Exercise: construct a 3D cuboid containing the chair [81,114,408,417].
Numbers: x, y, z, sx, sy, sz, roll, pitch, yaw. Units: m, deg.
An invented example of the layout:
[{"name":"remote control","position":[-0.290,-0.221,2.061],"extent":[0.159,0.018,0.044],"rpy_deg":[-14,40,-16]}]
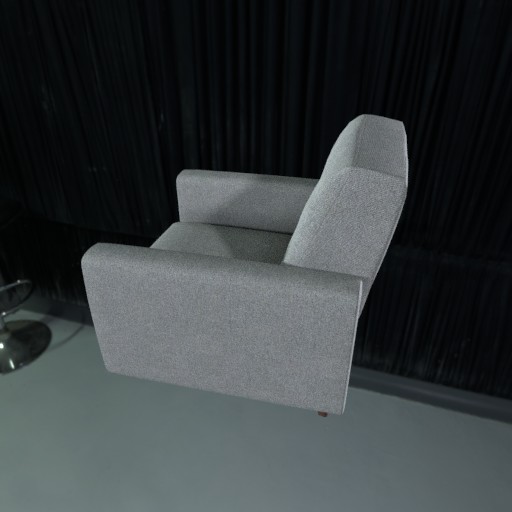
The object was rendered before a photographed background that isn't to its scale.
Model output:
[{"name":"chair","position":[0.000,0.000,1.664],"extent":[0.942,0.968,0.845],"rpy_deg":[8,32,13]}]
